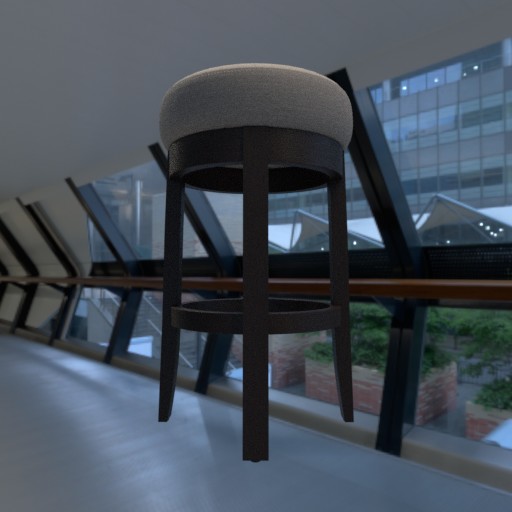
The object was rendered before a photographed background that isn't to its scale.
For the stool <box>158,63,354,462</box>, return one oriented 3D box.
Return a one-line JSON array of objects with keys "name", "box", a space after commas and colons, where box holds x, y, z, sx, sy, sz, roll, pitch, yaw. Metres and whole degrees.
[{"name": "stool", "box": [0.000, 0.000, 1.030, 0.443, 0.757, 0.443, 0, -1, 0]}]
